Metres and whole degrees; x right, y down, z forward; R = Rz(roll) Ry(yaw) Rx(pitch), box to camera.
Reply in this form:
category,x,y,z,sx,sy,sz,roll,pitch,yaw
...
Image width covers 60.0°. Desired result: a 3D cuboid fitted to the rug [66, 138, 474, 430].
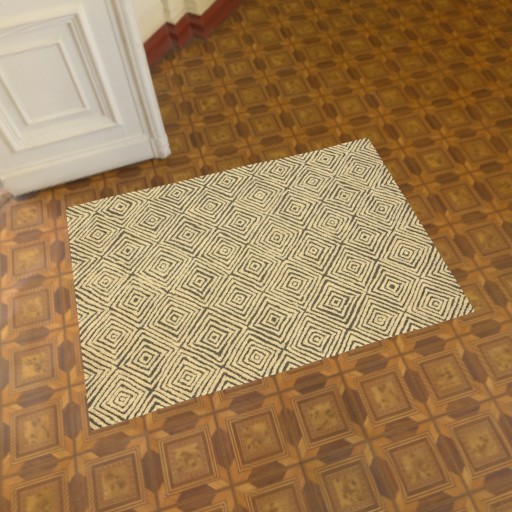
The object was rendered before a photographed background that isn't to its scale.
category,x,y,z,sx,sy,sz,roll,pitch,yaw
rug,0.000,0.000,2.199,1.750,0.004,1.177,-15,60,-9
